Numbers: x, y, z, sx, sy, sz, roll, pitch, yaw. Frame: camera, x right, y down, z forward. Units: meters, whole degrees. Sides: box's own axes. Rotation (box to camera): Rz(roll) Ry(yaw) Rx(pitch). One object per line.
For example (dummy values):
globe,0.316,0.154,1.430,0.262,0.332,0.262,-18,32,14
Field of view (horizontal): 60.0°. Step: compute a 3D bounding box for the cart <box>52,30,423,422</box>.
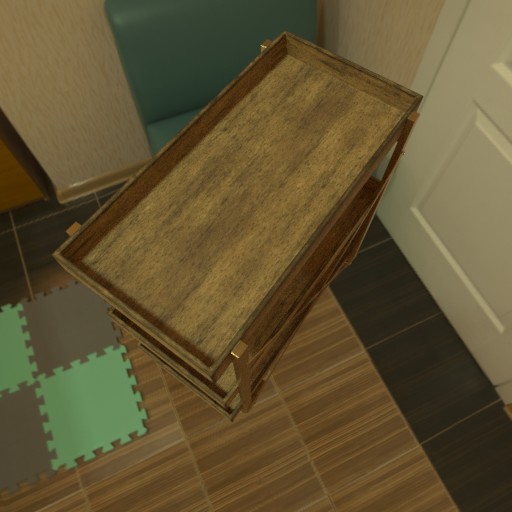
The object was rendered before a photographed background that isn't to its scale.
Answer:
cart,0.000,0.000,1.246,0.416,0.799,0.750,33,68,15
